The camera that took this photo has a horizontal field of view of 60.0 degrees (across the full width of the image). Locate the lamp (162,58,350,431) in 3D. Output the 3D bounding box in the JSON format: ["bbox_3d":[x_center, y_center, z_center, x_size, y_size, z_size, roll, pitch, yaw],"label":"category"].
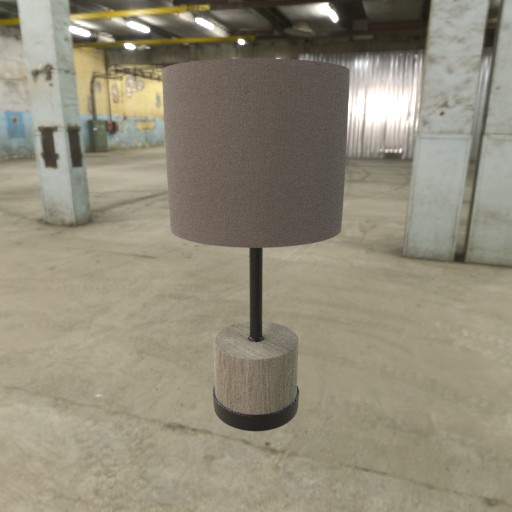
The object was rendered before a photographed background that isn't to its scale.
[{"bbox_3d":[0.000,0.000,0.611,0.229,0.470,0.229,-15,21,-42],"label":"lamp"}]
